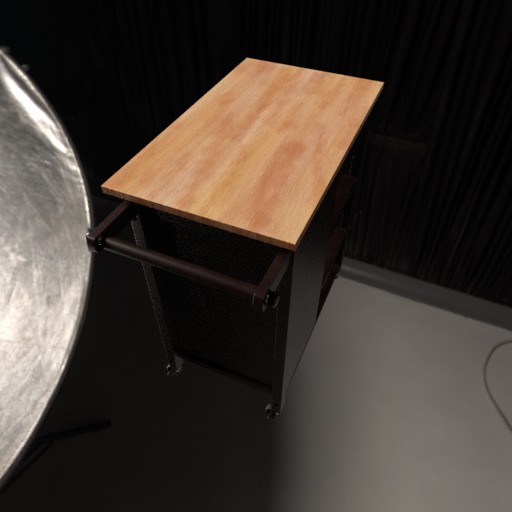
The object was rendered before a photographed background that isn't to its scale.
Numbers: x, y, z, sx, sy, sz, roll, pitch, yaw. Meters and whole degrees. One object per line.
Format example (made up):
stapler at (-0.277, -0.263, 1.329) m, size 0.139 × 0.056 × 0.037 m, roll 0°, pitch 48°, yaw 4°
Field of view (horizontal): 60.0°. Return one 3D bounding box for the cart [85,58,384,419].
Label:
cart at (0.000, 0.000, 1.462) m, size 0.472 × 0.878 × 0.914 m, roll 18°, pitch 48°, yaw 16°
